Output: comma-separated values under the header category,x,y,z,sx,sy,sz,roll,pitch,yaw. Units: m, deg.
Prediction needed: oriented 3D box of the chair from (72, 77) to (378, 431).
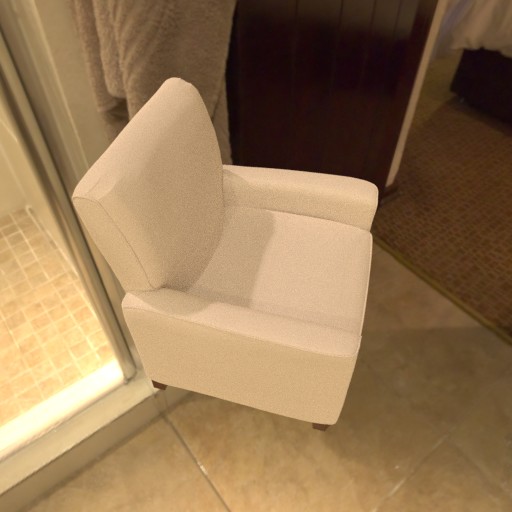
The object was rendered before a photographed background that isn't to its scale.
category,x,y,z,sx,sy,sz,roll,pitch,yaw
chair,0.000,0.000,1.647,0.858,1.028,0.841,11,49,10
